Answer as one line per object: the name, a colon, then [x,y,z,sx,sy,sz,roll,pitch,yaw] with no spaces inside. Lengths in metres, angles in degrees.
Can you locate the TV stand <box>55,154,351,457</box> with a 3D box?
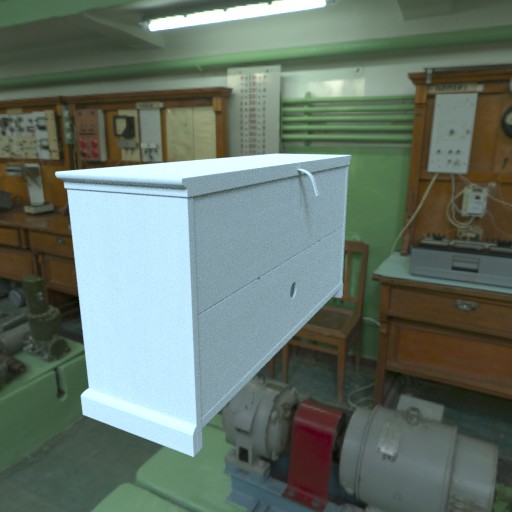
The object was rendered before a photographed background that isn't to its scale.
TV stand: [0.000,0.000,1.488,0.424,0.624,1.187,8,17,26]
